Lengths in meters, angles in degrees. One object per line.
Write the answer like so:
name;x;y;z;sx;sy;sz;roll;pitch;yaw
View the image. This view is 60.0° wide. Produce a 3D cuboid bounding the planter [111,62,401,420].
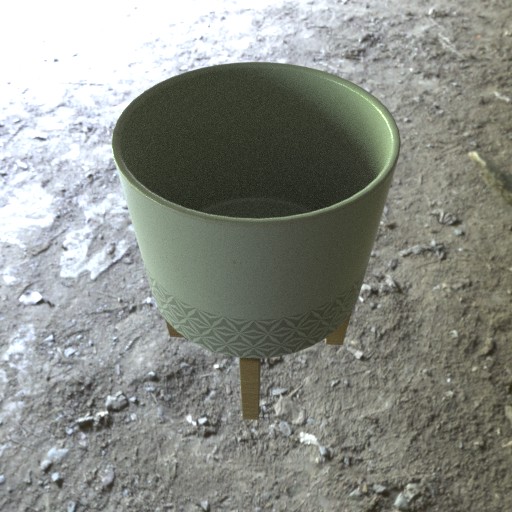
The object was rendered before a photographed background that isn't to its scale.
planter;0.000;0.000;0.391;0.188;0.260;0.188;0;48;0
